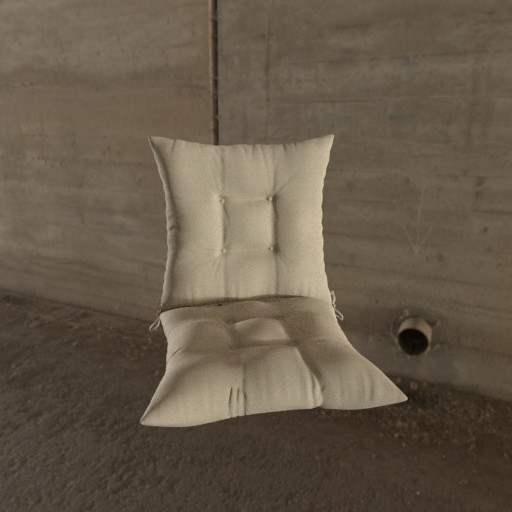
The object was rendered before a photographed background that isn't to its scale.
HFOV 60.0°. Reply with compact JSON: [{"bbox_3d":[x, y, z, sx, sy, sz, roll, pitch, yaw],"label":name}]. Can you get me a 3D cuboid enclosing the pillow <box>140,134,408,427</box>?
[{"bbox_3d":[0.000,0.000,1.031,0.541,0.536,0.585,-2,16,-8],"label":"pillow"}]
